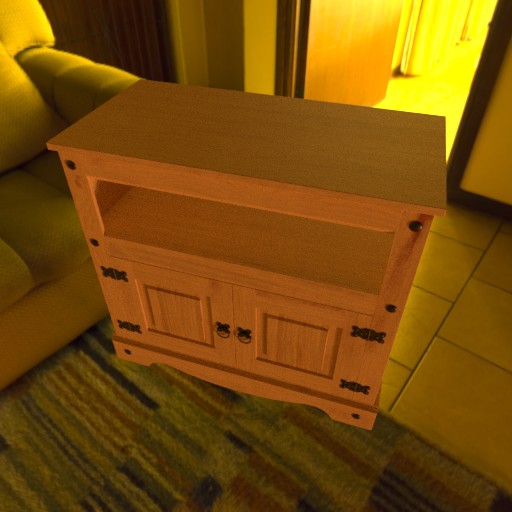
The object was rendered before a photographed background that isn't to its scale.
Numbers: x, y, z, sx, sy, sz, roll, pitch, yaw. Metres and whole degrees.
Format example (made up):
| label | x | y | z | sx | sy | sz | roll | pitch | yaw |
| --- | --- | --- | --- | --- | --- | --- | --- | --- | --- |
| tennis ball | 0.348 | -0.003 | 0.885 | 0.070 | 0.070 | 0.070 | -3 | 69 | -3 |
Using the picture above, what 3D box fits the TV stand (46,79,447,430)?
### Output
| label | x | y | z | sx | sy | sz | roll | pitch | yaw |
| --- | --- | --- | --- | --- | --- | --- | --- | --- | --- |
| TV stand | 0.000 | 0.000 | 1.298 | 0.851 | 0.787 | 0.430 | 12 | 42 | 13 |
